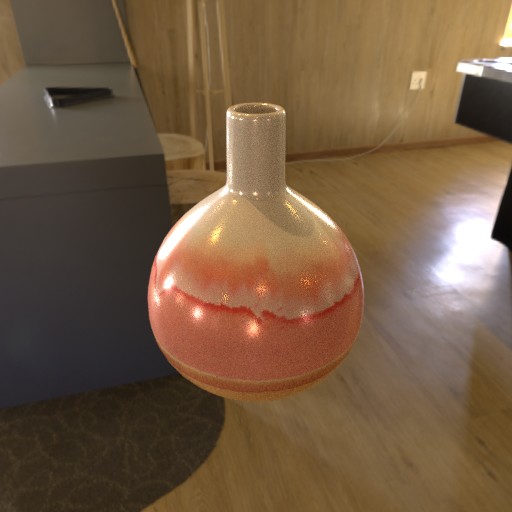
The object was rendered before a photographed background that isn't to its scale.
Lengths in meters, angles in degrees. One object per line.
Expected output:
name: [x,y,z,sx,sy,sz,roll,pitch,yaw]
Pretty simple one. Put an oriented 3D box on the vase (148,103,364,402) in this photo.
vase: [0.000,0.000,0.272,0.137,0.176,0.137,0,31,0]
